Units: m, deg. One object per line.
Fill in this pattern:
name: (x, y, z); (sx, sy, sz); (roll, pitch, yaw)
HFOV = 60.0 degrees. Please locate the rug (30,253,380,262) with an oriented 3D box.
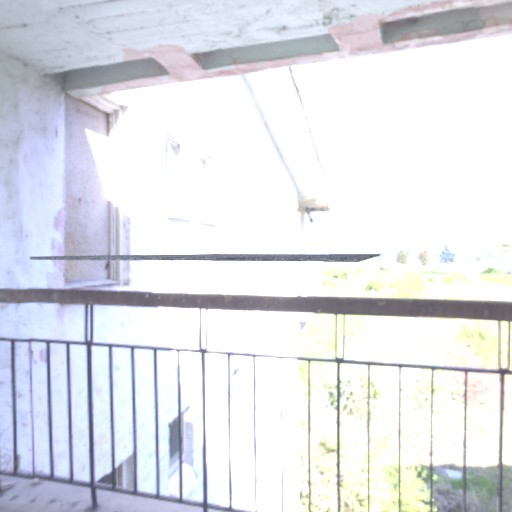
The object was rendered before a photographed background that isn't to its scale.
rug: (0.000, 0.000, 2.350); (1.208, 0.012, 1.819); (0, 1, 18)
